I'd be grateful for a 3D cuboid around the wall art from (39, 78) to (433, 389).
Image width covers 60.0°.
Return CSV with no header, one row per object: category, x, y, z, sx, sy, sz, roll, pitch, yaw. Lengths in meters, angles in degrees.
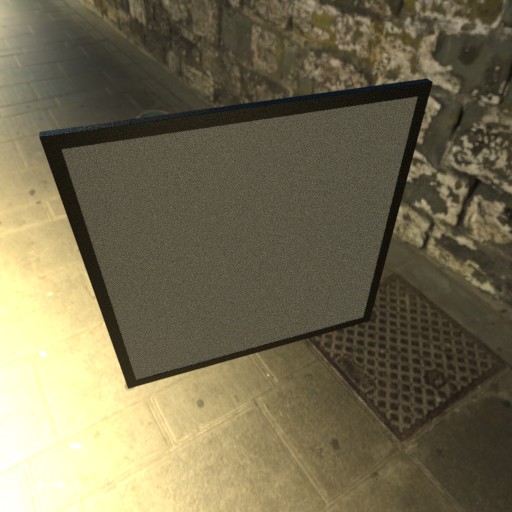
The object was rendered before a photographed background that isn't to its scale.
wall art,0.000,0.000,1.147,0.807,0.807,0.022,-13,43,-14
